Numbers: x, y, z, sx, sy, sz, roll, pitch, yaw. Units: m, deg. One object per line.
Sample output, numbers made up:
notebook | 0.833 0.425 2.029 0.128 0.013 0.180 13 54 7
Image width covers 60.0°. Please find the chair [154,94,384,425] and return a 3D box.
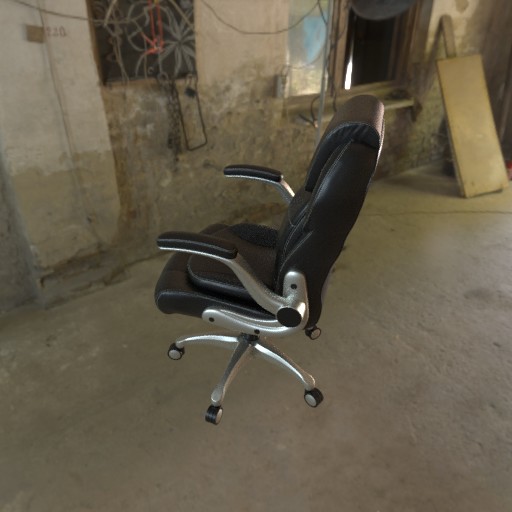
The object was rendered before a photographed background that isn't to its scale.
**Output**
chair | 0.000 0.000 1.685 0.801 1.141 0.724 8 32 13
